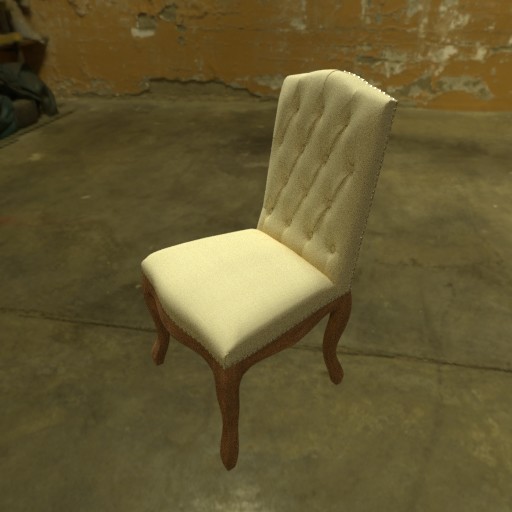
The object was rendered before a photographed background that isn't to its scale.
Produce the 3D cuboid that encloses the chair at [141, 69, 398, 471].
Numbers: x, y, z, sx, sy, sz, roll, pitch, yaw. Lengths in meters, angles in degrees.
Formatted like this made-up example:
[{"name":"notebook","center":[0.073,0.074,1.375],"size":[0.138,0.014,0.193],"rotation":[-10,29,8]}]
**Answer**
[{"name":"chair","center":[0.000,0.000,1.558],"size":[0.715,1.165,0.623],"rotation":[-20,37,-29]}]
